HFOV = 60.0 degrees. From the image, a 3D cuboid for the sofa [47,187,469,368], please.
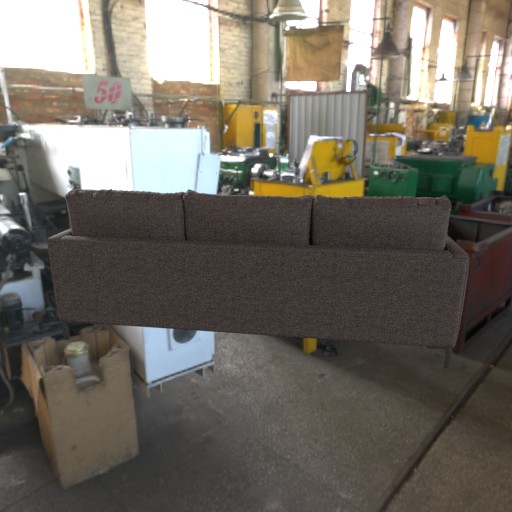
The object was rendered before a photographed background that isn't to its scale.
[{"bbox_3d":[0.000,0.000,2.753,2.253,0.882,0.876,2,17,8],"label":"sofa"}]
